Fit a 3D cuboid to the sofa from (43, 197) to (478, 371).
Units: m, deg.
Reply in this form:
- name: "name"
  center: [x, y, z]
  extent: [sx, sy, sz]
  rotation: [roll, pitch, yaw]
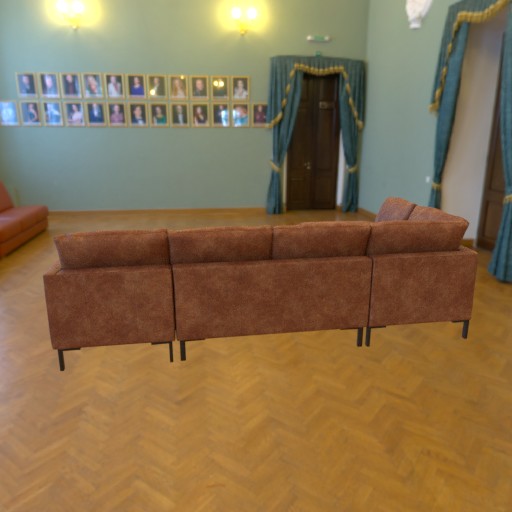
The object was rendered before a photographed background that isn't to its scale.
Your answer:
- name: "sofa"
  center: [0.000, 0.000, 3.860]
  extent: [2.956, 0.900, 1.939]
  rotation: [-3, 15, -9]
